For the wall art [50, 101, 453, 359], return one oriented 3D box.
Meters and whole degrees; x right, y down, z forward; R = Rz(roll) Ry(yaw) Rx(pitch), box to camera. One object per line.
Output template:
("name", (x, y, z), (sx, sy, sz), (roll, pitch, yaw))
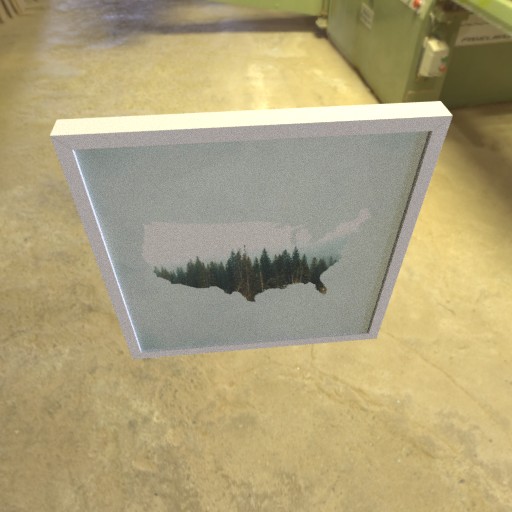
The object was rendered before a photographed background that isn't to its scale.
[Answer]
("wall art", (0.000, 0.000, 0.753), (0.509, 0.509, 0.040), (-4, 46, -4))
